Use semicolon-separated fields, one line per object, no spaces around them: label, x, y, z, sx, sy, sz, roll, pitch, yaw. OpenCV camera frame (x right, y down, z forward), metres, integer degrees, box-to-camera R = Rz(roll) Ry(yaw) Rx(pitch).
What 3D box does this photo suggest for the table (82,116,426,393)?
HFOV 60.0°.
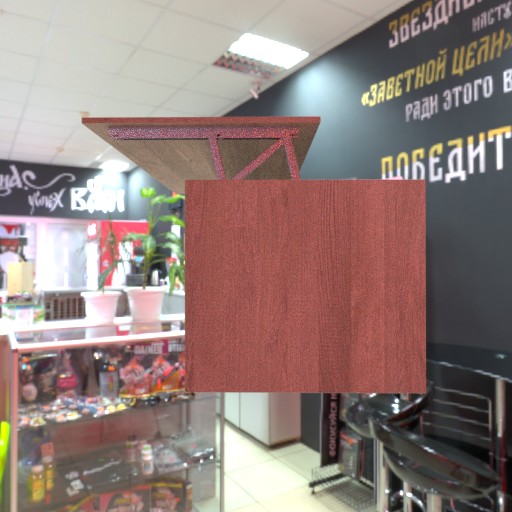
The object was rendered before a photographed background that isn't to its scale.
table;0.000;0.000;1.414;0.712;0.570;1.000;0;0;1
